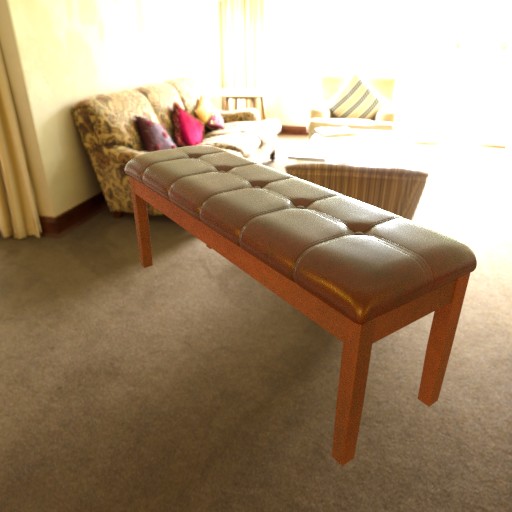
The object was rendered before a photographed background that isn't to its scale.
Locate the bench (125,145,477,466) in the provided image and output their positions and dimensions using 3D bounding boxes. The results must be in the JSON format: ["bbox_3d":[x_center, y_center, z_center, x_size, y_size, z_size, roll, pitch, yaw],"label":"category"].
[{"bbox_3d":[0.000,0.000,1.467,0.401,0.491,1.259,-18,32,-31],"label":"bench"}]
